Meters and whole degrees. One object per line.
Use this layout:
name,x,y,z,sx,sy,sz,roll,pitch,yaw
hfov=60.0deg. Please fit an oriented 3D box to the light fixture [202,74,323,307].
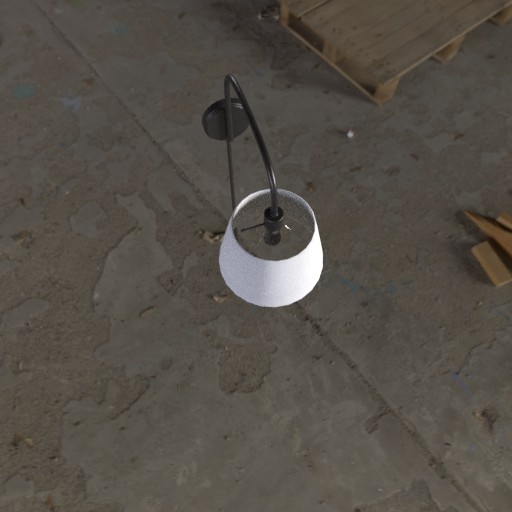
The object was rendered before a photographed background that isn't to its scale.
light fixture,0.000,0.000,0.481,0.092,0.399,0.176,-17,65,-8
